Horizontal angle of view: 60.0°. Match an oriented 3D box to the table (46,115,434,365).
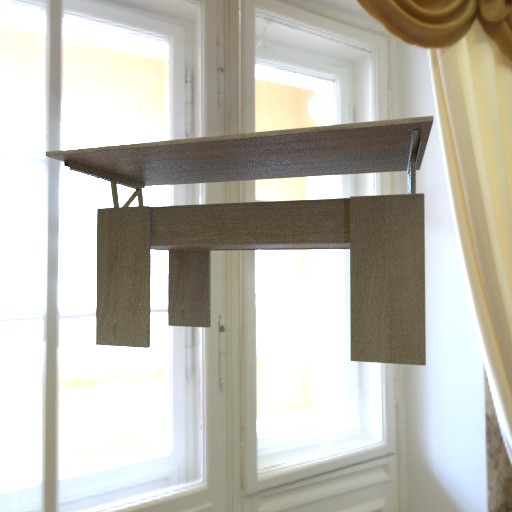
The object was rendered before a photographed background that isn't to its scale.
[{"bbox_3d":[0.000,0.000,1.411,1.000,0.570,0.711,0,-1,17],"label":"table"}]
